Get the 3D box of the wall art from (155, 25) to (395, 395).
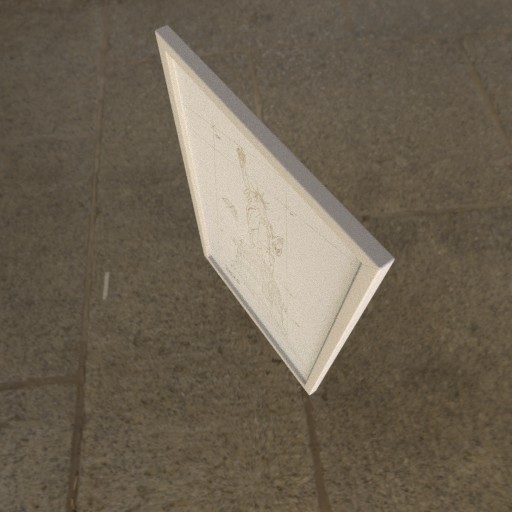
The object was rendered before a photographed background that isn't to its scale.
[{"bbox_3d":[0.000,0.000,1.007,0.026,0.813,0.556,-32,67,-16],"label":"wall art"}]
